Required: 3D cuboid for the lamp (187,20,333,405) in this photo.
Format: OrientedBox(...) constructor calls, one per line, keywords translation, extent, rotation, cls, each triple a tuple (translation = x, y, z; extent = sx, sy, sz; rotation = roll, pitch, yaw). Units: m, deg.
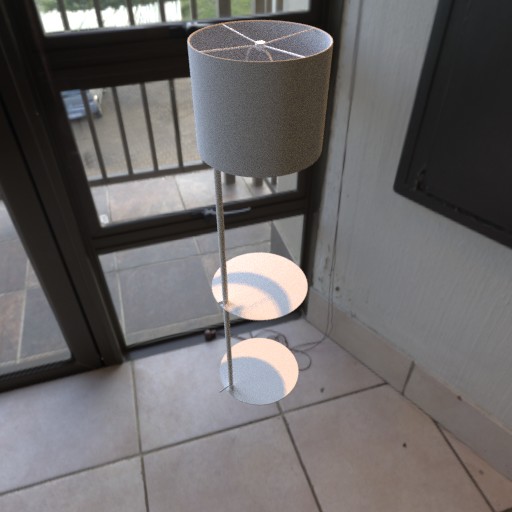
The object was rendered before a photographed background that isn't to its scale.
OrientedBox(translation=(0.000, 0.000, 1.612), extent=(0.405, 1.465, 0.372), rotation=(-25, 47, -26), cls="lamp")
